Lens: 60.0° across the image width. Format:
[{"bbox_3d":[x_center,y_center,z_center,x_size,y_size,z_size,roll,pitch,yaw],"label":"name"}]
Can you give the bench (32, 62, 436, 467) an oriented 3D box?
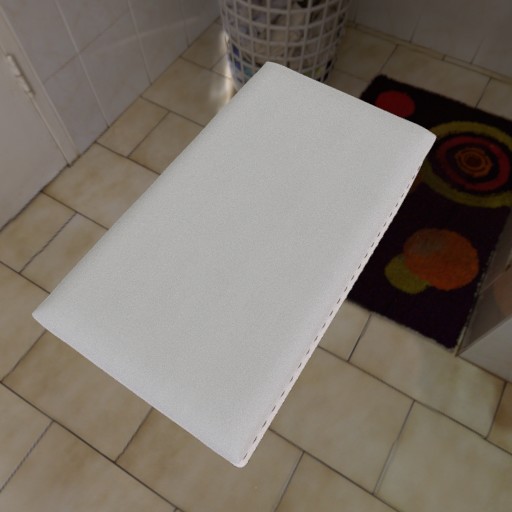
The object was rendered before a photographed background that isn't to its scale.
[{"bbox_3d":[0.000,0.000,1.161,0.500,0.449,0.887,30,66,15],"label":"bench"}]
